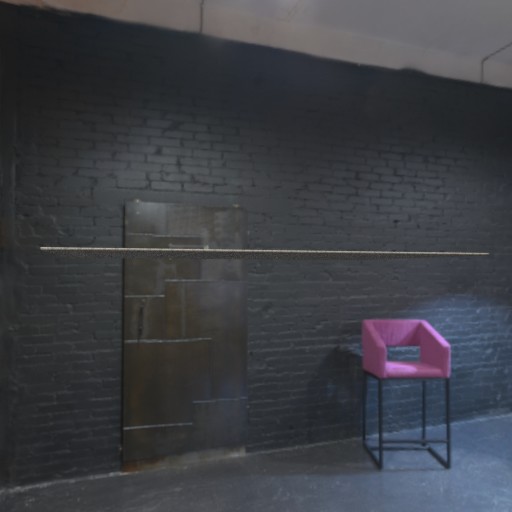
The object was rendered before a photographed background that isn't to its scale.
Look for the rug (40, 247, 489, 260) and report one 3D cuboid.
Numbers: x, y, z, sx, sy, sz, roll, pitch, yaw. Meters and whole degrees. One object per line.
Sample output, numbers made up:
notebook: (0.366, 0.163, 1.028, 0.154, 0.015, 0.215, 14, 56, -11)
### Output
rug: (0.000, 0.000, 3.001, 2.444, 0.012, 1.526, 1, -2, -18)
